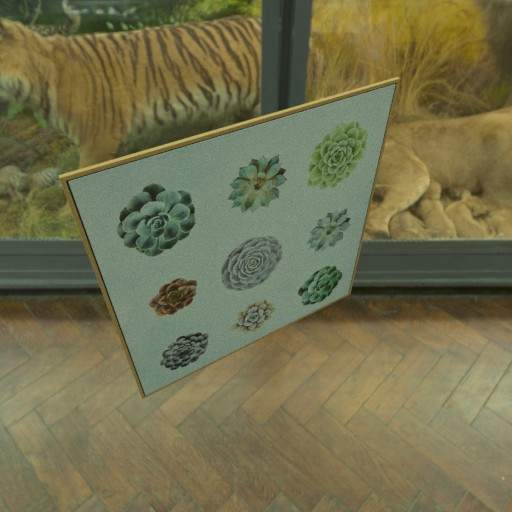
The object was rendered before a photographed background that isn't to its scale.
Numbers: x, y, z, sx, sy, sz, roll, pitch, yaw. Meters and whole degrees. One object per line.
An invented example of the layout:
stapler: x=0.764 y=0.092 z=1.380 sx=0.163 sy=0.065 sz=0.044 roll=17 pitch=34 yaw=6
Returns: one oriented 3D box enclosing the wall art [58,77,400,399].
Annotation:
wall art: x=0.000 y=0.000 z=1.442 sx=0.962 sy=0.959 sz=0.013 roll=-23 pitch=49 yaw=-21
